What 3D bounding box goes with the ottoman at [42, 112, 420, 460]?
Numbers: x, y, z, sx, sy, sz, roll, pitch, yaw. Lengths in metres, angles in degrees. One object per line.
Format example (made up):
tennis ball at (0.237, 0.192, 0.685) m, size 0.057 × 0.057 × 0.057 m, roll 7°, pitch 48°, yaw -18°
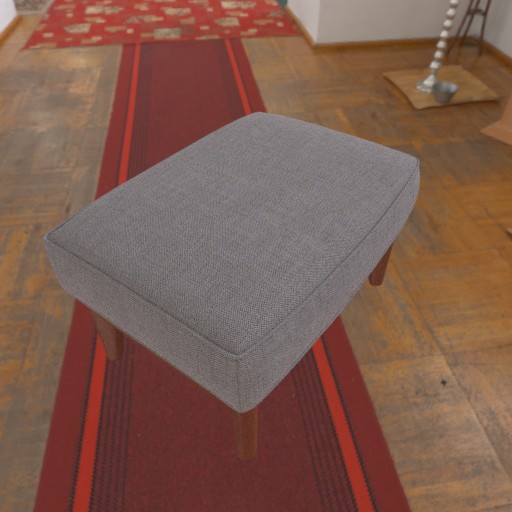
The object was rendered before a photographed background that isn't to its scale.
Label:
ottoman at (0.000, 0.000, 1.096) m, size 0.555 × 0.458 × 0.750 m, roll 26°, pitch 48°, yaw 26°
